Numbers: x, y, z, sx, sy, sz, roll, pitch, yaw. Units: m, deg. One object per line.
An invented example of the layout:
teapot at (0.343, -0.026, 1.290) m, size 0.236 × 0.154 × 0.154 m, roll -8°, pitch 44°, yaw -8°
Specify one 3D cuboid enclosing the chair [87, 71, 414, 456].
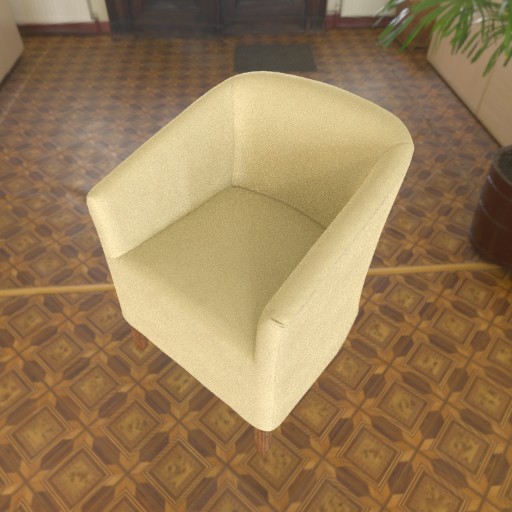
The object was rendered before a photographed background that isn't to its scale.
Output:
chair at (0.000, 0.000, 1.322) m, size 0.643 × 0.822 × 0.657 m, roll 31°, pitch 53°, yaw 27°
